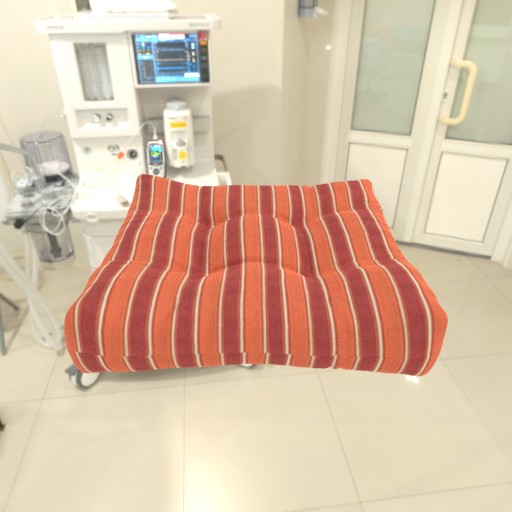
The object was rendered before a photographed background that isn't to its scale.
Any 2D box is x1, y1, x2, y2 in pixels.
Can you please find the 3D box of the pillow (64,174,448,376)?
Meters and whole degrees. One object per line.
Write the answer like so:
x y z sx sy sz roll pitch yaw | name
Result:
0.000 0.000 0.744 0.490 0.133 0.468 0 32 0 | pillow
